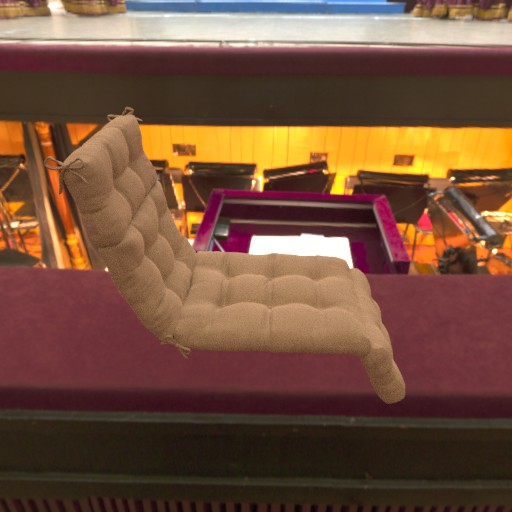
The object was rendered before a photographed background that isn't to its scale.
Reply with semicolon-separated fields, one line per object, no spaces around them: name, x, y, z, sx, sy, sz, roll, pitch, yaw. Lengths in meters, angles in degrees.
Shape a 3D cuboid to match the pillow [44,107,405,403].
pillow;0.000;0.000;1.480;1.016;0.863;0.526;1;31;2
